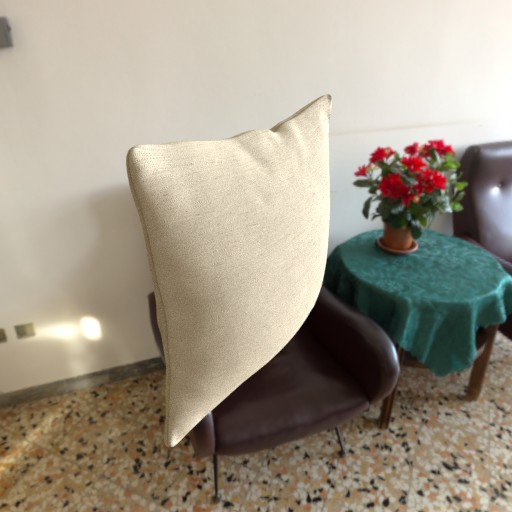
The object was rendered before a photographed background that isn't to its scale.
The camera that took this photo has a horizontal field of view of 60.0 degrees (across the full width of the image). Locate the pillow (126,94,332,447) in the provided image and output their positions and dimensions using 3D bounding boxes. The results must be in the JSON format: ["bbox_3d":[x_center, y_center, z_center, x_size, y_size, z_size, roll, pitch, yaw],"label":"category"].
[{"bbox_3d":[0.000,0.000,0.673,0.162,0.420,0.437,17,32,30],"label":"pillow"}]
